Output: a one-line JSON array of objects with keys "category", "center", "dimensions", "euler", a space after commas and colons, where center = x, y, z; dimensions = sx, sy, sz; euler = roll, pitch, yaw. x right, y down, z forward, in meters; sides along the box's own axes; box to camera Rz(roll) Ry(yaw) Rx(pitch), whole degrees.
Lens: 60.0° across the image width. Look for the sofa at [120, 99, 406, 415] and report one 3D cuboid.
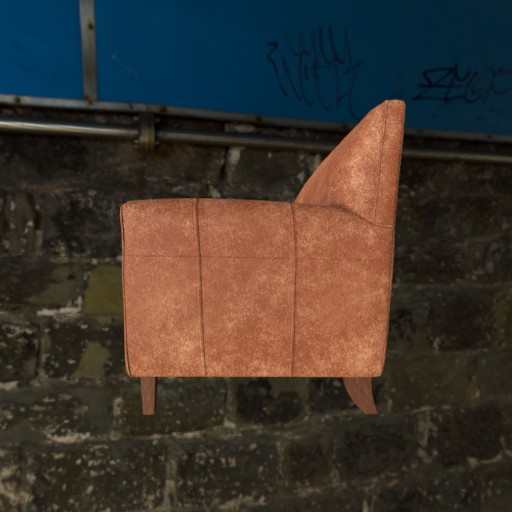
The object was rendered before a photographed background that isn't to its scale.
[{"category": "sofa", "center": [0.000, 0.000, 1.915], "dimensions": [0.787, 0.871, 1.473], "euler": [0, 1, -1]}]
